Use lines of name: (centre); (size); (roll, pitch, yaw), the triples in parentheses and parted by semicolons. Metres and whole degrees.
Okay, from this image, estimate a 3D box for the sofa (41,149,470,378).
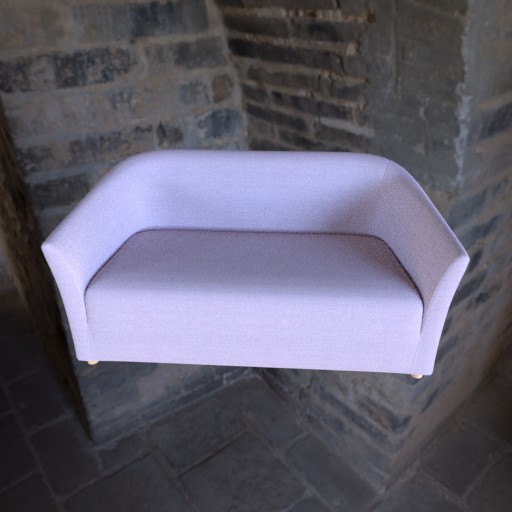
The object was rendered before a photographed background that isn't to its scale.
sofa: (0.000, 0.000, 1.890); (1.452, 0.721, 0.705); (2, 30, 3)
